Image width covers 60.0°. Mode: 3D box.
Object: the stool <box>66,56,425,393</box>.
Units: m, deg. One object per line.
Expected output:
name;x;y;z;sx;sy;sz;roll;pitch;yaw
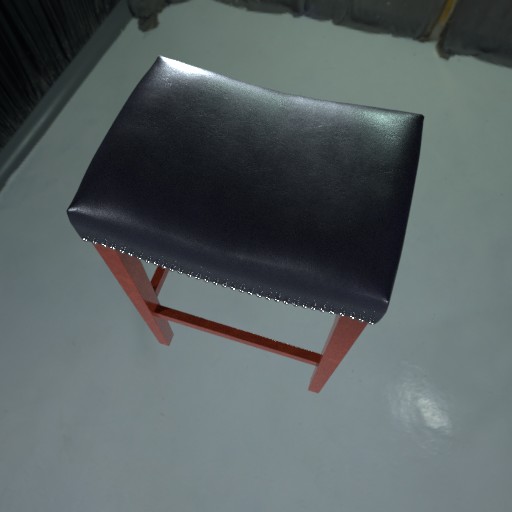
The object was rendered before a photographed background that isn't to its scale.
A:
stool;0.000;0.000;1.014;0.504;0.742;0.372;16;65;8
